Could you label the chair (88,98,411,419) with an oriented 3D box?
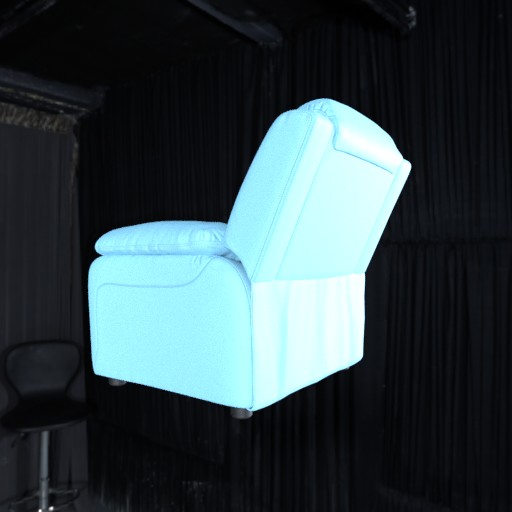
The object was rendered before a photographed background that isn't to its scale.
[{"bbox_3d":[0.000,0.000,1.260,0.709,0.702,0.680,0,0,36],"label":"chair"}]
